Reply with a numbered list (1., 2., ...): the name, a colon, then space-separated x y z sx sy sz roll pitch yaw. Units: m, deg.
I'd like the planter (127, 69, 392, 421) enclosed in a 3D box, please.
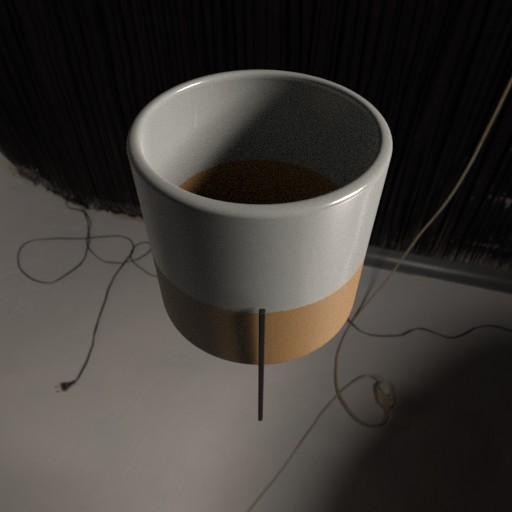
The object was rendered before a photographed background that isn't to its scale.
1. planter: 0.000 0.000 0.662 0.310 0.432 0.310 10 48 9
